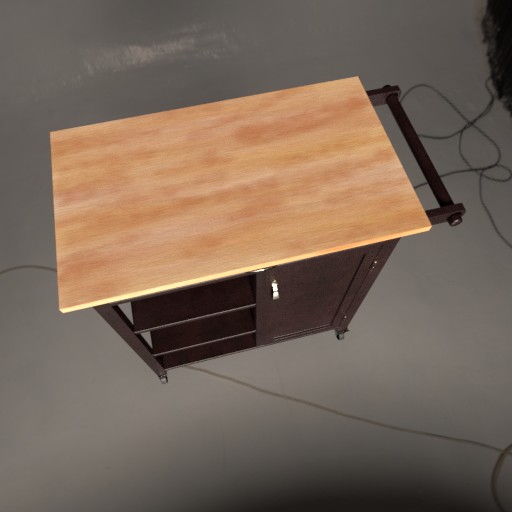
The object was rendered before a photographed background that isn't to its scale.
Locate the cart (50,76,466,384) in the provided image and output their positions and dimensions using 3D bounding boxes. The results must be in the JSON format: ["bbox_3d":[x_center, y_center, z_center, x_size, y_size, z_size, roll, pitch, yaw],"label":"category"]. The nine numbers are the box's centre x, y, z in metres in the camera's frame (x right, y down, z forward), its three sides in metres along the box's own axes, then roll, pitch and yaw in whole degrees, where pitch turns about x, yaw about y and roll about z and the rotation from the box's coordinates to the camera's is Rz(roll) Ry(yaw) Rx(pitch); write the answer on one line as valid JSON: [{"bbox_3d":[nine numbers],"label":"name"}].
[{"bbox_3d":[0.000,0.000,1.414,0.914,0.878,0.472,-13,64,-6],"label":"cart"}]
